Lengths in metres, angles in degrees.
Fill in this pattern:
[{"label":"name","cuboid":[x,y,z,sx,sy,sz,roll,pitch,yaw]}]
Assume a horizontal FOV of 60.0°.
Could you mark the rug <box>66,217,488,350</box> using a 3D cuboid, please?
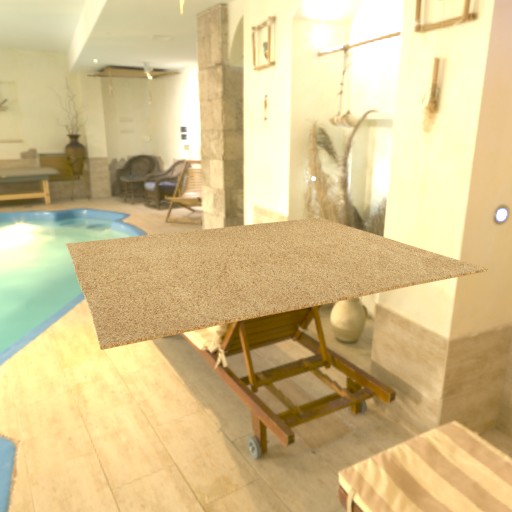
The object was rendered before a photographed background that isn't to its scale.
[{"label":"rug","cuboid":[0.000,0.000,3.981,3.000,0.025,2.400,-8,18,-25]}]
